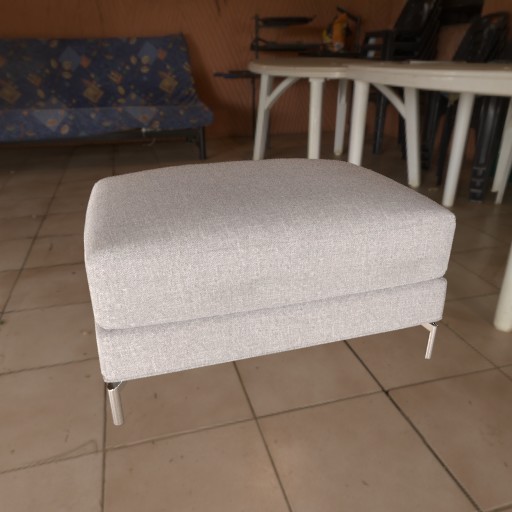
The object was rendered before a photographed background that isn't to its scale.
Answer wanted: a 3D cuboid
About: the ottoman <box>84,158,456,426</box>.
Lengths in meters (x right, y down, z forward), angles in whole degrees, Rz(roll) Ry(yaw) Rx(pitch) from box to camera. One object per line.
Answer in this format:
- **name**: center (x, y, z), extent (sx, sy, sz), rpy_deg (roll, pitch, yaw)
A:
- **ottoman**: center (0.000, 0.000, 1.207), extent (0.838, 0.457, 0.584), rpy_deg (-7, 26, -15)
